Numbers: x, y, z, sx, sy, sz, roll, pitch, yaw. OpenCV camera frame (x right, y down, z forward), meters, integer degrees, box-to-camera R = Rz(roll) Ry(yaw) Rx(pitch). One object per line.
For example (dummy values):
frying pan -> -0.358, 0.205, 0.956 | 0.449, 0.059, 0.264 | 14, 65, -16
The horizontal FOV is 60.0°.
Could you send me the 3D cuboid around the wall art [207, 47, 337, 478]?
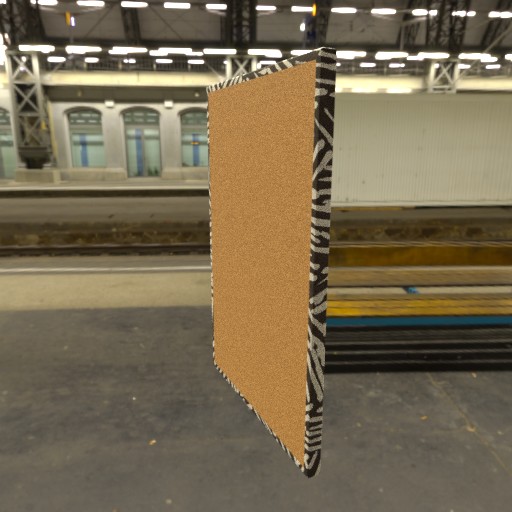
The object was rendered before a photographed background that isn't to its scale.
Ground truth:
wall art -> 0.000, 0.000, 1.186 | 0.035, 0.918, 0.615 | -7, 15, -25
